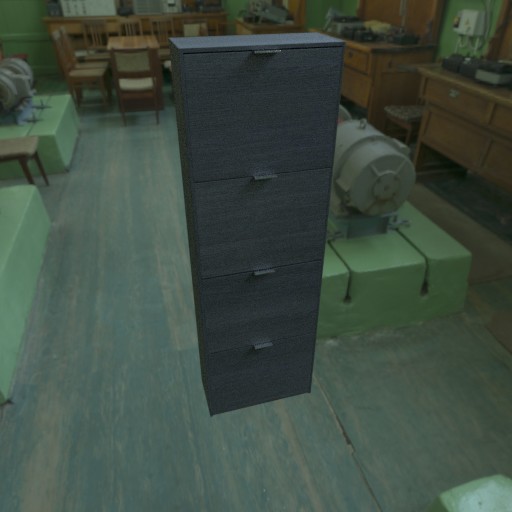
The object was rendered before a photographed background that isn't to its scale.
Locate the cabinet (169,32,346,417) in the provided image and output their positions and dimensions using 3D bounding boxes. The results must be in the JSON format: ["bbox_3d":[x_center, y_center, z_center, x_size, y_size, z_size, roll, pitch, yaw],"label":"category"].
[{"bbox_3d":[0.000,0.000,1.846,0.520,1.630,0.255,-9,34,-13],"label":"cabinet"}]
